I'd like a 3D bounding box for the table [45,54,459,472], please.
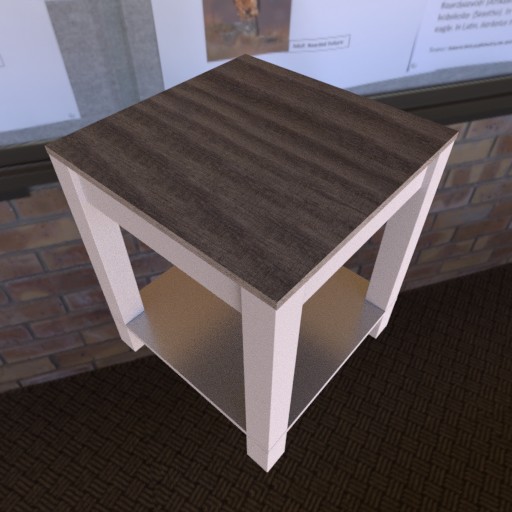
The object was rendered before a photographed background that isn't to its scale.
[{"bbox_3d":[0.000,0.000,0.975,0.506,0.587,0.504,32,54,27],"label":"table"}]
